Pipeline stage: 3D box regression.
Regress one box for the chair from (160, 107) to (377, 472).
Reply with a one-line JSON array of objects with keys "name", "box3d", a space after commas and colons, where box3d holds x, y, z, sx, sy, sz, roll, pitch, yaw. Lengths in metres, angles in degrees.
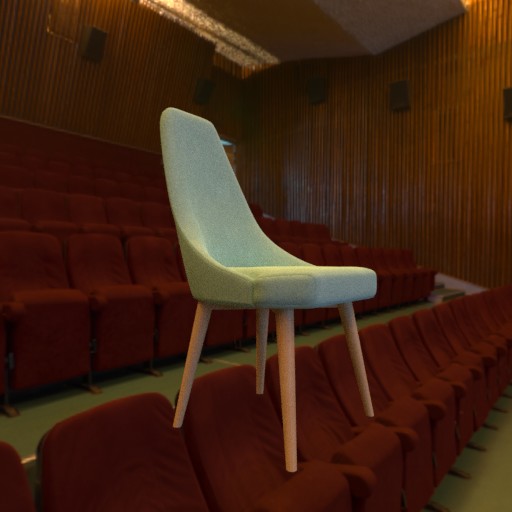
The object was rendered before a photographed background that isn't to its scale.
[{"name": "chair", "box3d": [0.000, 0.000, 1.421, 0.660, 1.040, 0.510, 0, -1, 37]}]
